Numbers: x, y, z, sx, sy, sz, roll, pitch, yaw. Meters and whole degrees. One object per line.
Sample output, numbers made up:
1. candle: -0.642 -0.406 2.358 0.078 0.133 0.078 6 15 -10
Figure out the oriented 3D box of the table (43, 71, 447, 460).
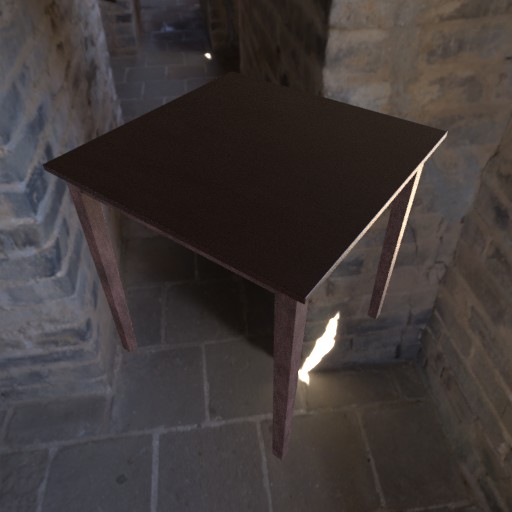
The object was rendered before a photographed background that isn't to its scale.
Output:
1. table: 0.000 0.000 1.408 0.749 0.770 0.749 26 49 25
